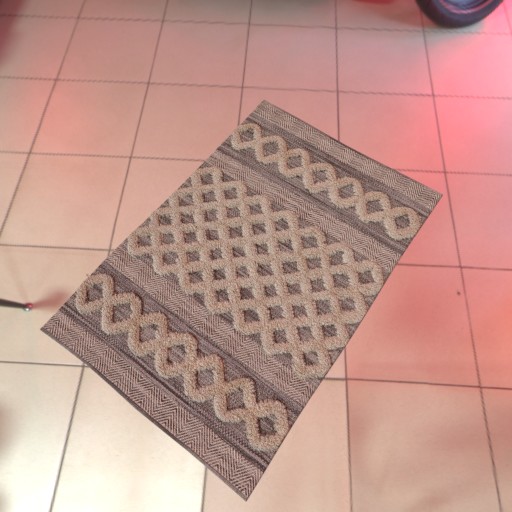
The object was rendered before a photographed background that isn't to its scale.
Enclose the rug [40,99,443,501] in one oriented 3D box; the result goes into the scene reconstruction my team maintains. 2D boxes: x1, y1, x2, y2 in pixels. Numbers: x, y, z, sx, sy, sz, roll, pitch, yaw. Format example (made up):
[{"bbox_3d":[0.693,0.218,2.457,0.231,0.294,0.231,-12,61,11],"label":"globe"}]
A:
[{"bbox_3d":[0.000,0.000,2.258,1.222,0.030,1.823,33,68,15],"label":"rug"}]
